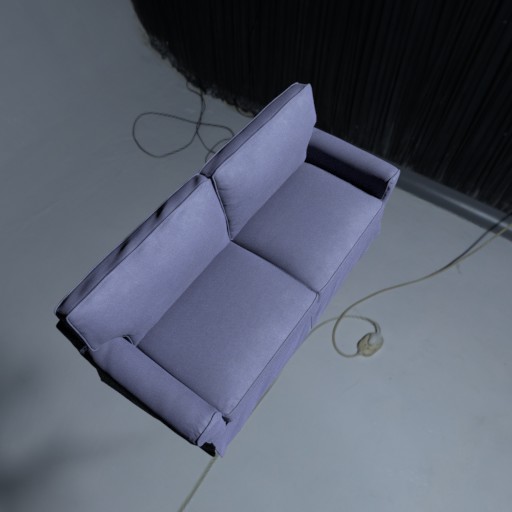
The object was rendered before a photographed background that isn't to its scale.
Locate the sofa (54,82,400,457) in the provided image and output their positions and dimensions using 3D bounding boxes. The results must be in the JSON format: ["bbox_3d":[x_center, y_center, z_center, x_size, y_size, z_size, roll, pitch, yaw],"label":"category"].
[{"bbox_3d":[0.000,0.000,2.848,0.983,1.094,2.256,31,63,18],"label":"sofa"}]
